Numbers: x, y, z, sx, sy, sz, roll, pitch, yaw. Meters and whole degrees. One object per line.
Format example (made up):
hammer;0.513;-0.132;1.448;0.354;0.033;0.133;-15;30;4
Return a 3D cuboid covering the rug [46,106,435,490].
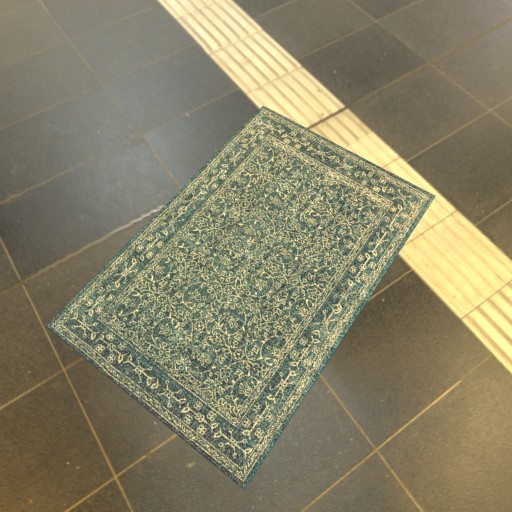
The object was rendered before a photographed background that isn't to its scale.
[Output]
rug;0.000;0.000;2.329;1.200;0.005;1.819;33;67;16
